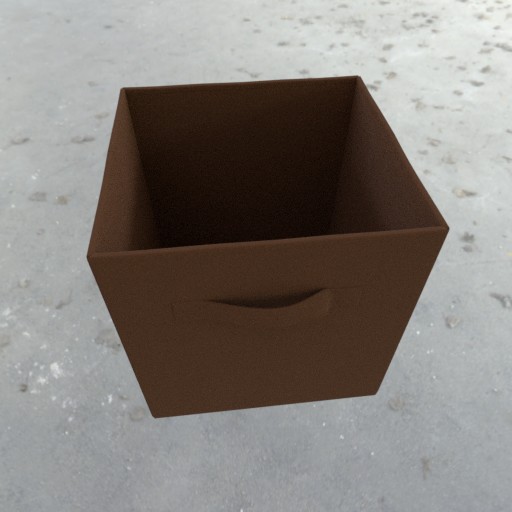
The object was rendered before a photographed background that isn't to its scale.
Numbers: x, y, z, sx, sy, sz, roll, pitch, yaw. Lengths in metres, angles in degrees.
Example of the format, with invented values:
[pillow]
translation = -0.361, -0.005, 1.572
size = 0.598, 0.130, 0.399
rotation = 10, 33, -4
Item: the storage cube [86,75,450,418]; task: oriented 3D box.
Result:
[storage cube]
translation = 0.000, 0.000, 0.500
size = 0.270, 0.280, 0.270
rotation = -5, 47, -4
